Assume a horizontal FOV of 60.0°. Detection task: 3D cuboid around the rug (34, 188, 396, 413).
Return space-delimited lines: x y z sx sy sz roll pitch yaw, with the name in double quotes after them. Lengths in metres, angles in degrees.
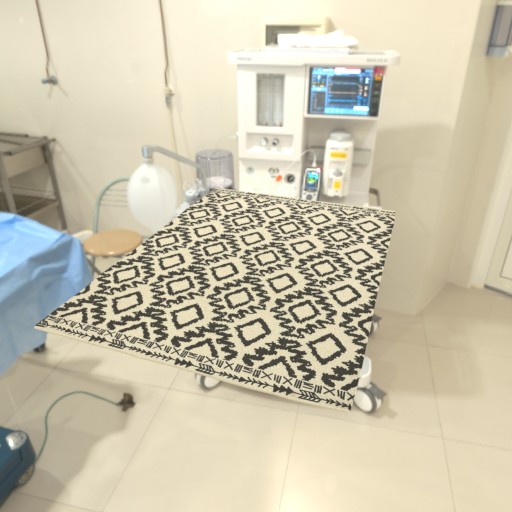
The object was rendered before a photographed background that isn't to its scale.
0.000 0.000 4.406 2.444 0.036 3.369 10 30 18 "rug"
